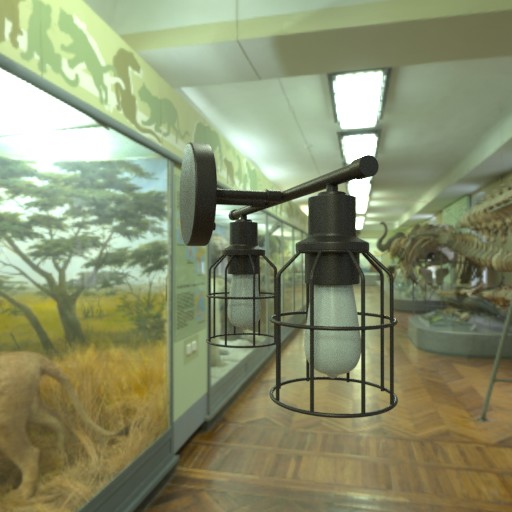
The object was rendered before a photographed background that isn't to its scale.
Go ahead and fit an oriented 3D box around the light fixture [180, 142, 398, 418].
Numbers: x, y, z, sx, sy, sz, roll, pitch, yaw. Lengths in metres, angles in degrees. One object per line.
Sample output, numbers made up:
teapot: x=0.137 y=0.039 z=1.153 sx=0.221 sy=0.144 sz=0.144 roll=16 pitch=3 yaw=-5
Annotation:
light fixture: x=0.000 y=0.000 z=0.527 sx=0.165 sy=0.254 sz=0.406 roll=0 pitch=0 yaw=-18
